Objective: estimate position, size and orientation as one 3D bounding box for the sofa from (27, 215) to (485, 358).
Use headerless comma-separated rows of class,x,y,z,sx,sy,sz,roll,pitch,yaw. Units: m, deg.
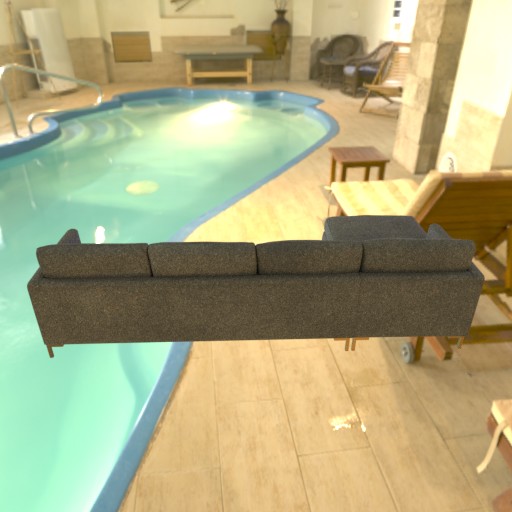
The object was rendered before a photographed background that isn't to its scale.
sofa,0.000,0.000,3.436,2.932,0.810,1.350,-1,30,-2
